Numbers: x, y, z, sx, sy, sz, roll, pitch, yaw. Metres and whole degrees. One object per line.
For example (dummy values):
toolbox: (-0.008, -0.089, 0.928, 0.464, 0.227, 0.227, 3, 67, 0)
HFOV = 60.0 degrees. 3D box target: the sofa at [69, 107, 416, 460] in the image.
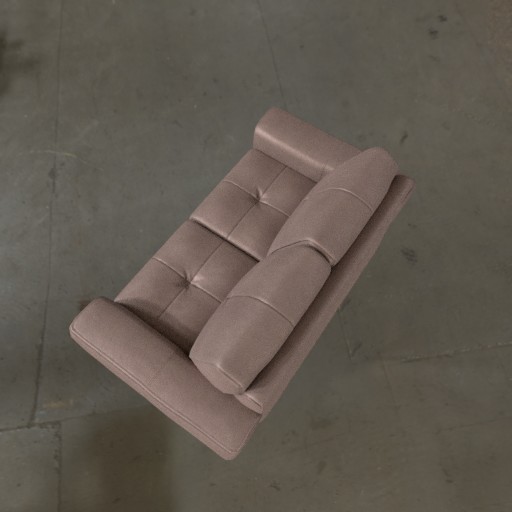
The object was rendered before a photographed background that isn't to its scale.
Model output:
sofa: (0.000, 0.000, 2.393, 1.018, 0.907, 1.806, 32, 68, 15)
